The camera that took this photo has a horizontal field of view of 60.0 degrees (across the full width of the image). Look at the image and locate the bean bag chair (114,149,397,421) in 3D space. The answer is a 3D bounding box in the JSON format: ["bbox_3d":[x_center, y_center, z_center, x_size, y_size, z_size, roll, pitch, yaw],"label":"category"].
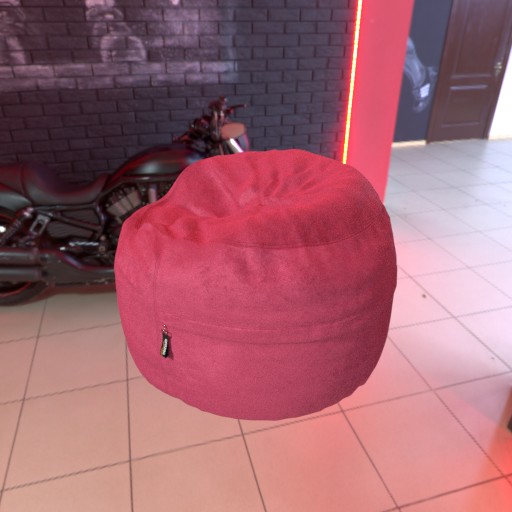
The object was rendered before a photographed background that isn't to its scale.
[{"bbox_3d":[0.000,0.000,1.979,1.218,0.788,1.218,0,29,0],"label":"bean bag chair"}]
